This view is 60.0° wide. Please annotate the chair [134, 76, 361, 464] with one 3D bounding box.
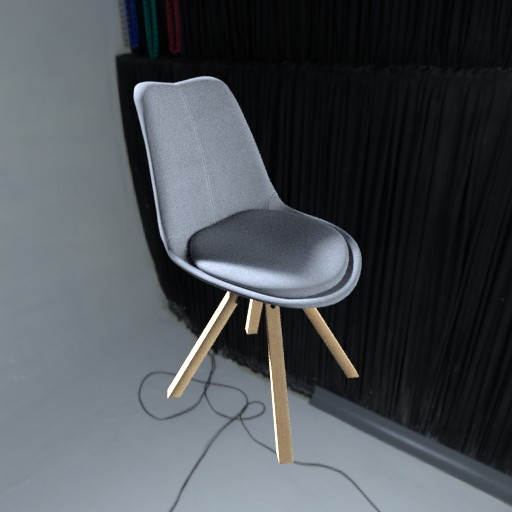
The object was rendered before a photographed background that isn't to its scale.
[{"bbox_3d":[0.000,0.000,1.194,0.549,0.863,0.474,18,31,32],"label":"chair"}]
